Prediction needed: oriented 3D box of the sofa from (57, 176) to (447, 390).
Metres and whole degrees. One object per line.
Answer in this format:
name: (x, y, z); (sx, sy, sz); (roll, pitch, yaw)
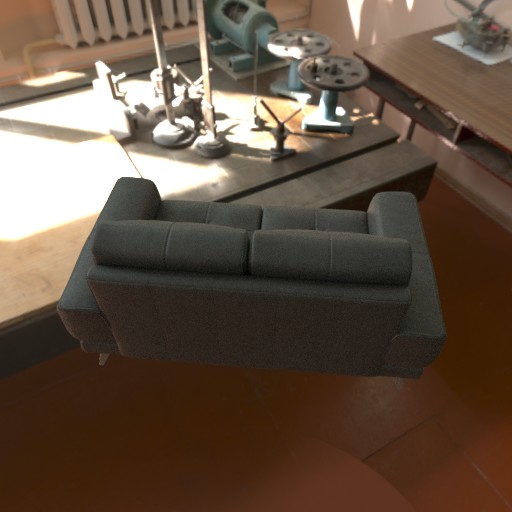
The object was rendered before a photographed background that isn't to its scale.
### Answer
sofa: (0.000, 0.000, 2.363); (1.806, 0.907, 1.018); (4, 47, 4)
